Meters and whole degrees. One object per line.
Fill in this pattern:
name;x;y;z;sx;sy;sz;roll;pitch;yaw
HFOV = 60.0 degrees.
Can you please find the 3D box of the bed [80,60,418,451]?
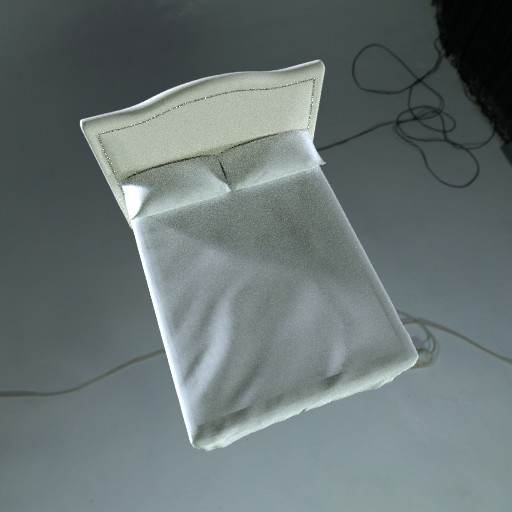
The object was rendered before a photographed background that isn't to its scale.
bed;0.000;0.000;3.194;1.753;1.460;2.143;-18;64;-9
